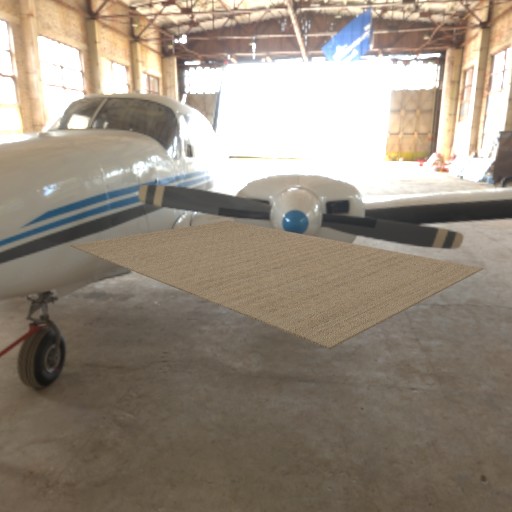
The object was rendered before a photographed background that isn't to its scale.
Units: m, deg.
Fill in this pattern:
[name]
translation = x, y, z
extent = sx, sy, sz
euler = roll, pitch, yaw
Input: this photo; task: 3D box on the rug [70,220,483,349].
[rug]
translation = 0.000, 0.000, 2.211
extent = 1.142, 0.006, 1.752
euler = -14, 20, -43
